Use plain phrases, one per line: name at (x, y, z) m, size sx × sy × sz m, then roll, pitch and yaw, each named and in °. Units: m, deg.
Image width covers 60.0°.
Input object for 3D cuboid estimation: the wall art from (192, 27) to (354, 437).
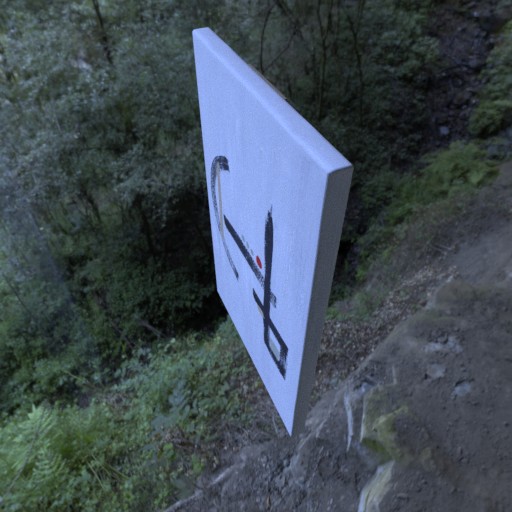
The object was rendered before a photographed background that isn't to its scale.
wall art at (0.000, 0.000, 1.139) m, size 0.048 × 0.916 × 0.602 m, roll -18°, pitch 48°, yaw -17°
